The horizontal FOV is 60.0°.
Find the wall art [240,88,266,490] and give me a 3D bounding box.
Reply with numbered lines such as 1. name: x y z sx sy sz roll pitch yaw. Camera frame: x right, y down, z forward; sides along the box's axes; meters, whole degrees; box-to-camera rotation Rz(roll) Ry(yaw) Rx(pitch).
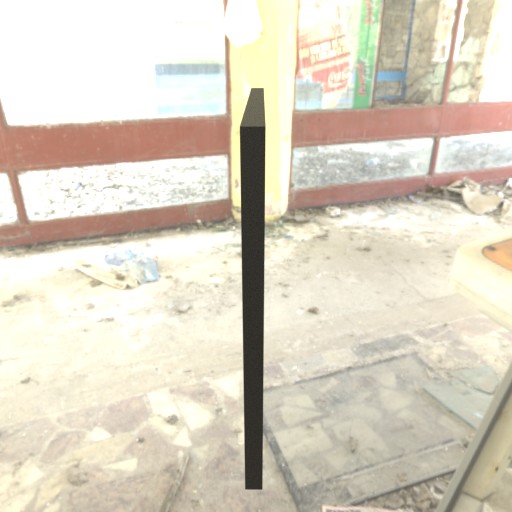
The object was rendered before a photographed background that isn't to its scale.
1. wall art: 0.000 0.000 1.146 0.038 0.763 0.763 0 25 1
